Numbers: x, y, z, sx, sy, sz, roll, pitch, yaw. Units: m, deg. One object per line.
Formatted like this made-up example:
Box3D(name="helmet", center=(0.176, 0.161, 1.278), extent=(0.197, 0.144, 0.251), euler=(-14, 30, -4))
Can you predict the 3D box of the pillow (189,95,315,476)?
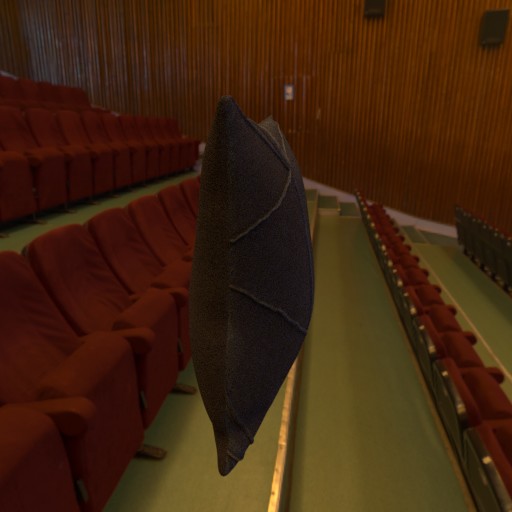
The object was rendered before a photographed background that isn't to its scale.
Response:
Box3D(name="pillow", center=(0.000, 0.000, 0.685), extent=(0.183, 0.440, 0.439), euler=(2, 16, 8))
